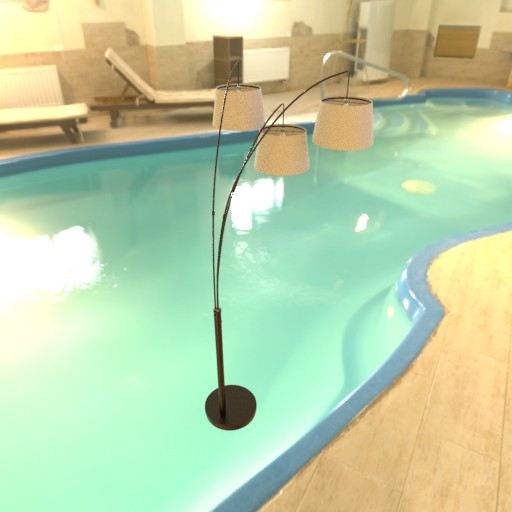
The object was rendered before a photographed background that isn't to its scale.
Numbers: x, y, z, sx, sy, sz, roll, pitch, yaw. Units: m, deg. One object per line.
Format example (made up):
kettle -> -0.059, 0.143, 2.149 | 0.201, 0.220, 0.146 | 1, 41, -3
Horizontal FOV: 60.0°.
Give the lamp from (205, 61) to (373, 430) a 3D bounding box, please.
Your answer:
lamp -> 0.000, 0.000, 2.525 | 0.951, 1.950, 0.924 | 19, 36, 29
